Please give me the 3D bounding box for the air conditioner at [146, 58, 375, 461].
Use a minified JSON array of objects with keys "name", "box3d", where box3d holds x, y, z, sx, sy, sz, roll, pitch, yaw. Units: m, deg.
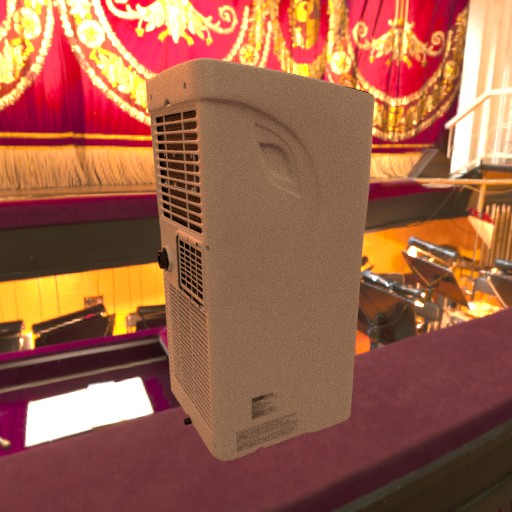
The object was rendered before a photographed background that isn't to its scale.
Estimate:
[{"name":"air conditioner","box3d":[0.000,0.000,0.935,0.369,0.716,0.352,-7,16,-27]}]
